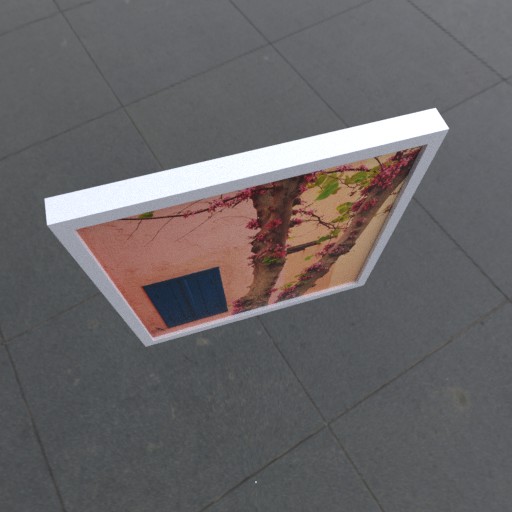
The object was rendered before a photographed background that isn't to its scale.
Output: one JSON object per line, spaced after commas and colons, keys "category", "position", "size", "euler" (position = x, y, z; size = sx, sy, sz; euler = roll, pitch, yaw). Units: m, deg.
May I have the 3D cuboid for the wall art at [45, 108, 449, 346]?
{"category": "wall art", "position": [0.000, 0.000, 0.772], "size": [0.507, 0.508, 0.038], "euler": [-15, 64, -7]}
